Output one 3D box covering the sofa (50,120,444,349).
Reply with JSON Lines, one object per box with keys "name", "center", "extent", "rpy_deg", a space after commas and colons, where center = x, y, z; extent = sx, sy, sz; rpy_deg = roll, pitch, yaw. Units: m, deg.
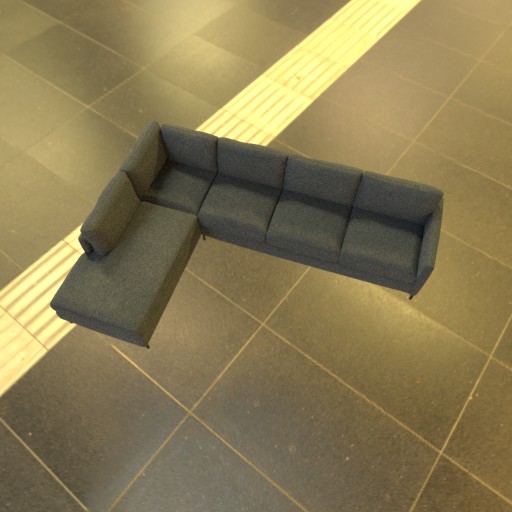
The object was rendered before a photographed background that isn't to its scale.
{"name": "sofa", "center": [0.000, 0.000, 3.874], "extent": [2.949, 0.815, 2.007], "rpy_deg": [16, 60, 9]}
